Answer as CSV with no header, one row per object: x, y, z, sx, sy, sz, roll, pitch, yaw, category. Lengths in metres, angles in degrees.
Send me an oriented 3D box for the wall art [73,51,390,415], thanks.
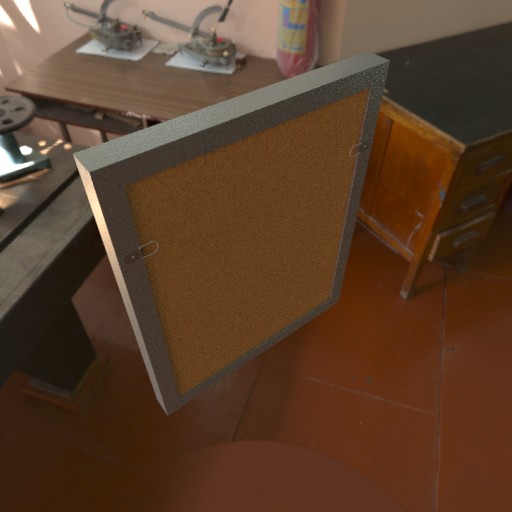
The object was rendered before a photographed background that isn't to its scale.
0.000,0.000,0.511,0.308,0.379,0.030,-29,52,-25,wall art
